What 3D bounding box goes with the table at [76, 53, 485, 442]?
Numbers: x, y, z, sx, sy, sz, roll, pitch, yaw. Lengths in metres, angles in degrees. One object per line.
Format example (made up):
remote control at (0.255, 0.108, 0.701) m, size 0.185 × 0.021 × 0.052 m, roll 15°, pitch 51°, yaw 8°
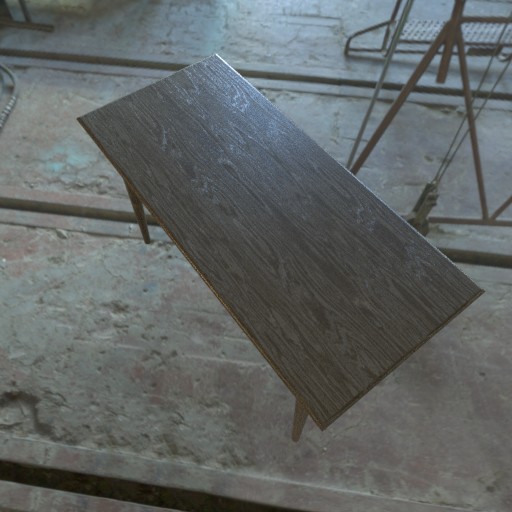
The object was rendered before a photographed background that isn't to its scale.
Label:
table at (0.000, 0.000, 1.719) m, size 0.599 × 0.780 × 1.300 m, roll -33°, pitch 65°, yaw -18°
